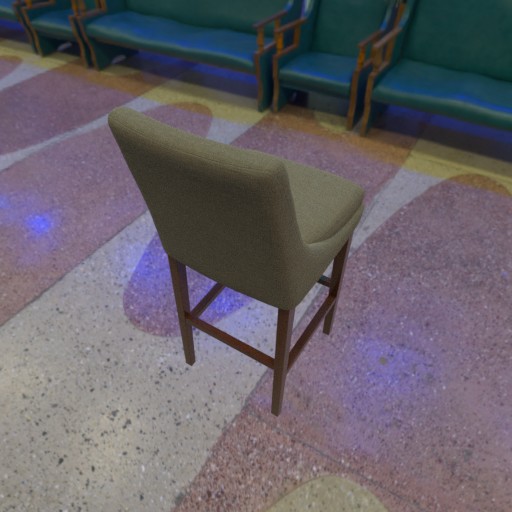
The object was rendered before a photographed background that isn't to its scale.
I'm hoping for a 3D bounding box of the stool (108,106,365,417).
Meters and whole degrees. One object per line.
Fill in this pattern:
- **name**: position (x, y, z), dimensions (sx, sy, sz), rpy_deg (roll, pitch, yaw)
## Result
- **stool**: position (0.000, 0.000, 1.379), dimensions (0.470, 1.078, 0.577), rpy_deg (24, 49, 22)
